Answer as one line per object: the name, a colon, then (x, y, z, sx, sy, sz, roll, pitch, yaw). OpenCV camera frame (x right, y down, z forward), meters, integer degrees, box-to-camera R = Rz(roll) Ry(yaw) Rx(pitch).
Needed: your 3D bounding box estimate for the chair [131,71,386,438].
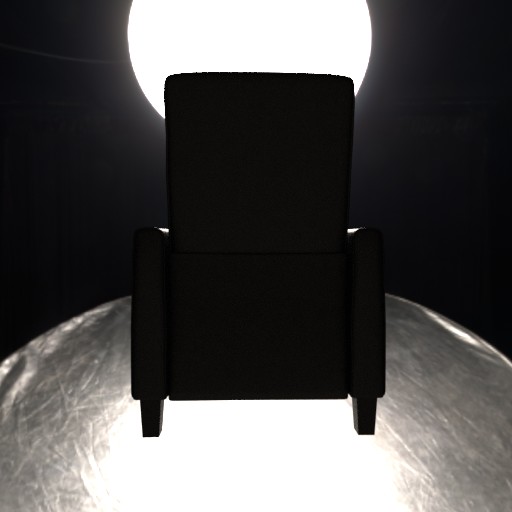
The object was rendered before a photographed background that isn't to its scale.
chair: (0.000, 0.000, 1.546, 0.705, 1.013, 0.746, 0, 0, -2)
